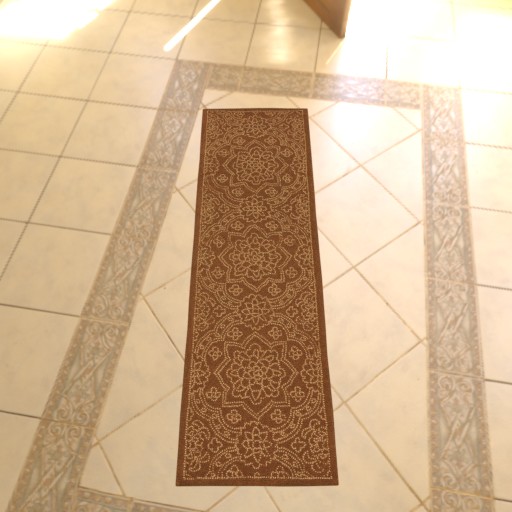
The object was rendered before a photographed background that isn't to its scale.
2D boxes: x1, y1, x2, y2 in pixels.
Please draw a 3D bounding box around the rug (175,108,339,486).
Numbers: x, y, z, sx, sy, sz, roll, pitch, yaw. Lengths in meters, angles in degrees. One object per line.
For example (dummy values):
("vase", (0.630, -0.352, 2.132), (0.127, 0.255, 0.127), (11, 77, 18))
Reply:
("rug", (0.000, 0.000, 2.651), (0.769, 0.012, 2.448), (0, 62, 0))
